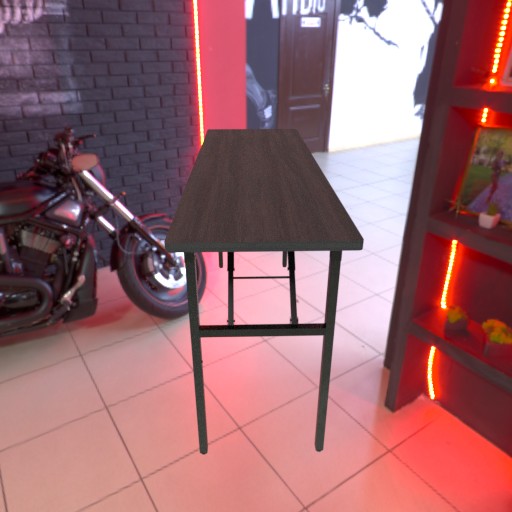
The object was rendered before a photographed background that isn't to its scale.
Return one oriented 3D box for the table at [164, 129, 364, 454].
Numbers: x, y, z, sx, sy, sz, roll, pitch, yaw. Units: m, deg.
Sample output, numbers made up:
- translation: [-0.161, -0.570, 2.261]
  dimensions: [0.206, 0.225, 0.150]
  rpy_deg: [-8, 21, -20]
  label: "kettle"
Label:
- translation: [0.000, 0.000, 1.780]
  dimensions: [0.449, 0.750, 1.399]
  rpy_deg: [-1, 26, -1]
  label: "table"
